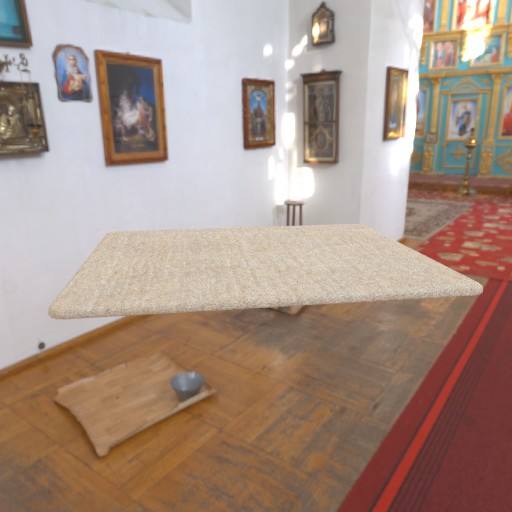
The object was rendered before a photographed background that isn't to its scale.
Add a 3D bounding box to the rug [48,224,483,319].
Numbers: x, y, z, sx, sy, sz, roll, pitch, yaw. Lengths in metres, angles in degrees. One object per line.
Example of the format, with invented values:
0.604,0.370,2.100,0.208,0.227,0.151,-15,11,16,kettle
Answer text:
0.000,0.000,3.421,2.528,0.048,2.009,-2,16,-8,rug
